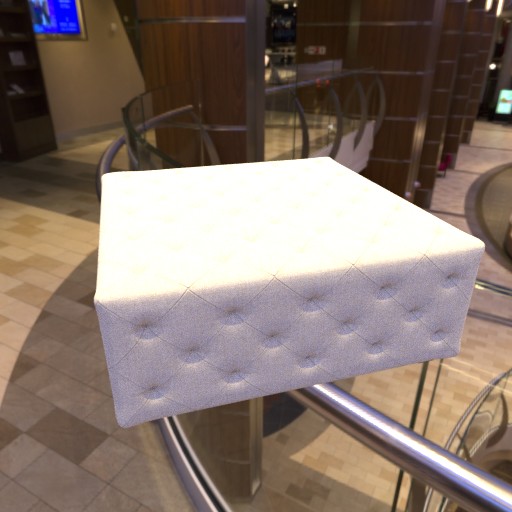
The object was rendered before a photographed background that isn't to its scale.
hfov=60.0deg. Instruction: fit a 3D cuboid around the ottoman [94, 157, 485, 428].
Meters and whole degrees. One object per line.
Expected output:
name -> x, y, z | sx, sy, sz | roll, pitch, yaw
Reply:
ottoman -> 0.000, 0.000, 1.602 | 1.028, 0.439, 1.028 | -7, 27, -15
